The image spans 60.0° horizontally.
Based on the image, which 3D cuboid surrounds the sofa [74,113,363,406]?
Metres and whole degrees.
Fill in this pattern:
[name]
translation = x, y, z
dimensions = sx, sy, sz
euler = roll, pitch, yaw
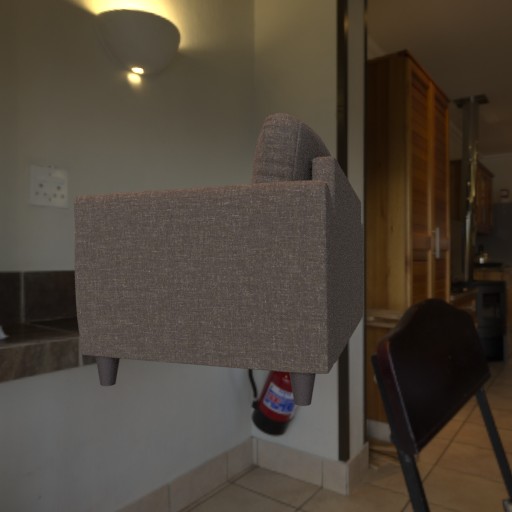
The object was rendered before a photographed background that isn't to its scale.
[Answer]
[sofa]
translation = 0.000, 0.000, 1.990
dimensions = 0.851, 0.885, 1.423
euler = 0, -1, 18
